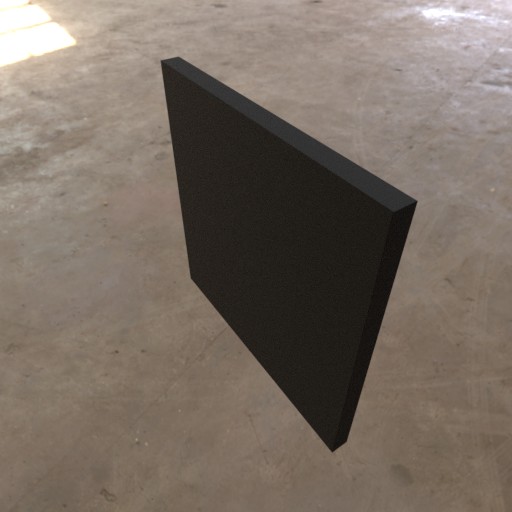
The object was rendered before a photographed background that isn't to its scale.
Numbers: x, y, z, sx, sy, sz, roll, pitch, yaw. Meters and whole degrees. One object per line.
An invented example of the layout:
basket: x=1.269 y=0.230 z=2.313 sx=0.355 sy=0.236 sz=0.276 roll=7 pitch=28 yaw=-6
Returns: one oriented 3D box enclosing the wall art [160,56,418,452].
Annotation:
wall art: x=0.000 y=0.000 z=0.679 sx=0.030 sy=0.458 sz=0.462 roll=-24 pitch=47 yaw=-25
